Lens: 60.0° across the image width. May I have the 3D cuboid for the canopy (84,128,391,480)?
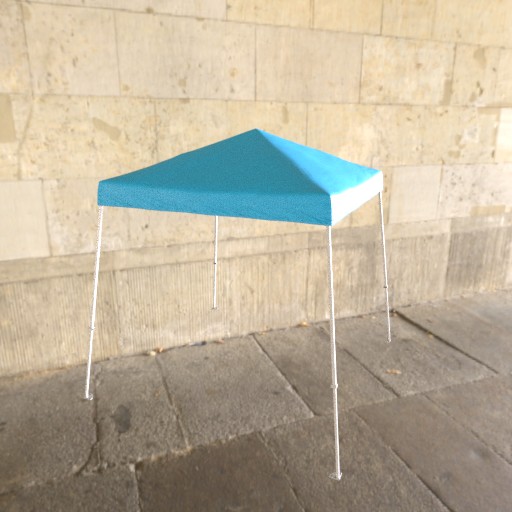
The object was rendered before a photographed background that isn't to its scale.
[{"bbox_3d":[0.000,0.000,5.153,2.848,2.849,2.849,7,17,24],"label":"canopy"}]
